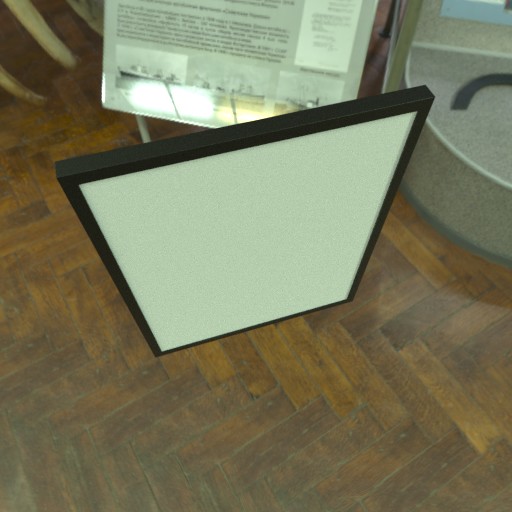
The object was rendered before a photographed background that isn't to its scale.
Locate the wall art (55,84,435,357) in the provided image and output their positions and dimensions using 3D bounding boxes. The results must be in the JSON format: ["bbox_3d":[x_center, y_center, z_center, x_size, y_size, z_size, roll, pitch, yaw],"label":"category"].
[{"bbox_3d":[0.000,0.000,0.536,0.325,0.397,0.018,-14,59,-9],"label":"wall art"}]
